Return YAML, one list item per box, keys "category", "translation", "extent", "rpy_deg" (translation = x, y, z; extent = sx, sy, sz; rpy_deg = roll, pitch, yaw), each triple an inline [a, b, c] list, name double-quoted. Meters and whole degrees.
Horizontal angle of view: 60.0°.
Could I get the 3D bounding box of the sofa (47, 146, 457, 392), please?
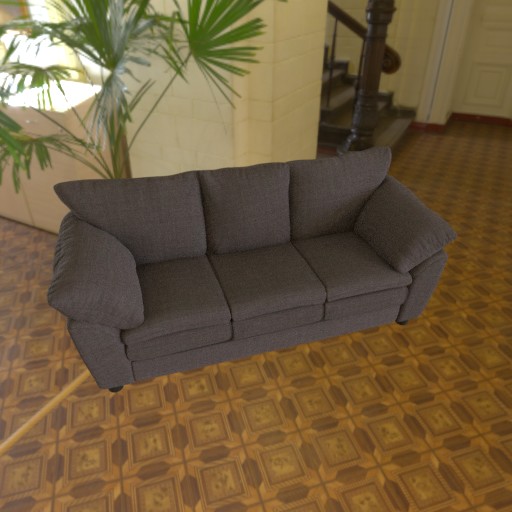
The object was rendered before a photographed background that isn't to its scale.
- category: "sofa"
  translation: [0.000, 0.000, 2.820]
  extent: [2.336, 1.080, 0.883]
  rpy_deg: [-10, 34, -15]
